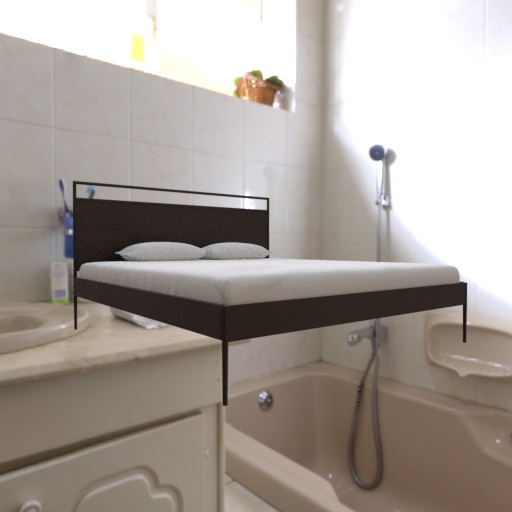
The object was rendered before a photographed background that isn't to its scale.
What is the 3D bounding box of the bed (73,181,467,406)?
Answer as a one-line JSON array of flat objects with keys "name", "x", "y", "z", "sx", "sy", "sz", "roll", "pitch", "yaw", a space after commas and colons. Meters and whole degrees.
[{"name": "bed", "x": 0.000, "y": 0.000, "z": 3.261, "sx": 1.993, "sy": 1.173, "sz": 2.151, "roll": -1, "pitch": 2, "yaw": -38}]
